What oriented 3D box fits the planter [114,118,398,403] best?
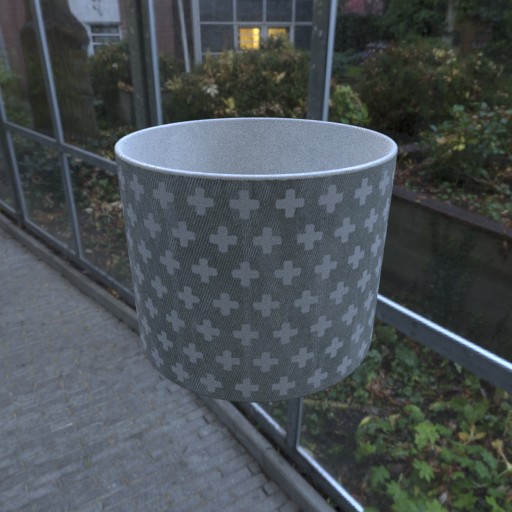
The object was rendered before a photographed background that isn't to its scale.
[{"bbox_3d":[0.000,0.000,0.458,0.250,0.239,0.250,0,26,0],"label":"planter"}]
